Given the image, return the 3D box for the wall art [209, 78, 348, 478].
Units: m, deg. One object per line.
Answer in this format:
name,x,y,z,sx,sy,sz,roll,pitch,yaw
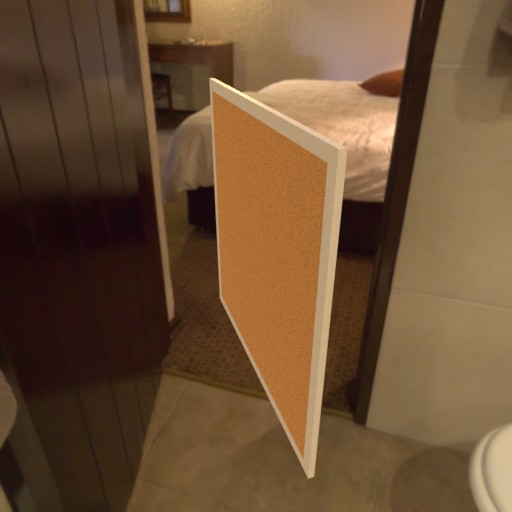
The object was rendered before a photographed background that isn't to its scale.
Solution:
wall art,0.000,0.000,0.684,0.009,0.457,0.456,-10,31,-17
